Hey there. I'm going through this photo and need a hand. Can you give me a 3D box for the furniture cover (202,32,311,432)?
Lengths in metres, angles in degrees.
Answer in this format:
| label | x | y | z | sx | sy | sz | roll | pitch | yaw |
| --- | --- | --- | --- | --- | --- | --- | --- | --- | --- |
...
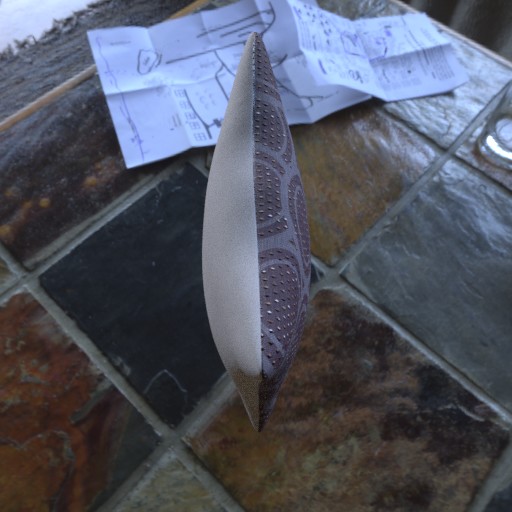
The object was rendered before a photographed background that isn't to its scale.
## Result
| label | x | y | z | sx | sy | sz | roll | pitch | yaw |
| --- | --- | --- | --- | --- | --- | --- | --- | --- | --- |
| furniture cover | 0.000 | 0.000 | 0.806 | 0.193 | 0.509 | 0.552 | -1 | 63 | 0 |
